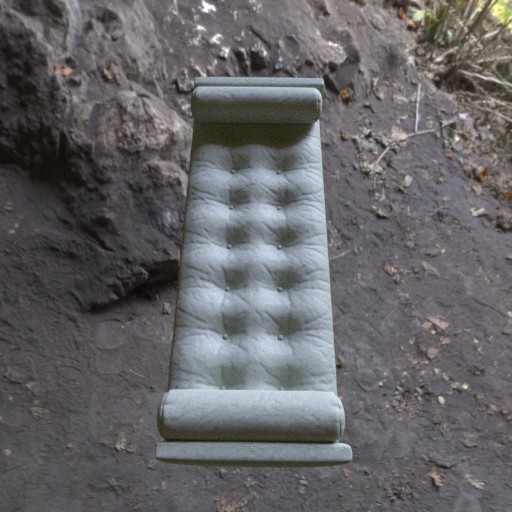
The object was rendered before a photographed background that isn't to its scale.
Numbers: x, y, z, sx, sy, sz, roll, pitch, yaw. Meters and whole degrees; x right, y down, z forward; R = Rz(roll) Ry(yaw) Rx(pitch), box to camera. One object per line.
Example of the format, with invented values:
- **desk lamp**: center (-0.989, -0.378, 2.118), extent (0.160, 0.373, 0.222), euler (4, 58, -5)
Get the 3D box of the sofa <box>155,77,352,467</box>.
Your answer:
- **sofa**: center (0.000, 0.000, 2.441), extent (0.796, 0.705, 2.102), euler (1, 64, 0)
